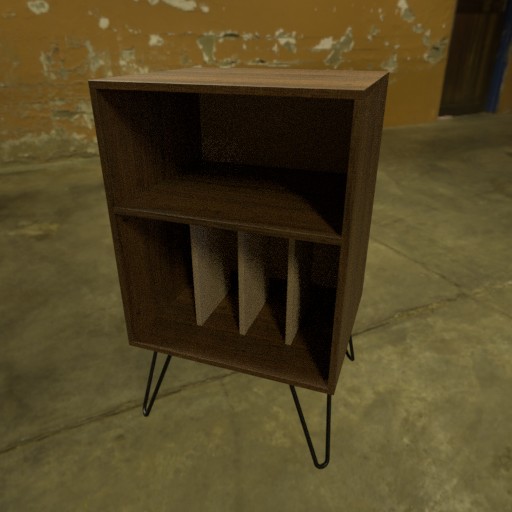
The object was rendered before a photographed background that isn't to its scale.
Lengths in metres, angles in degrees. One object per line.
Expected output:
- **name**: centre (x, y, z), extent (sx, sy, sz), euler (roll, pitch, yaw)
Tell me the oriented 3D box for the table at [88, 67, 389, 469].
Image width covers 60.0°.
- **table**: centre (0.000, 0.000, 1.144), extent (0.526, 0.866, 0.457), euler (9, 28, 18)
